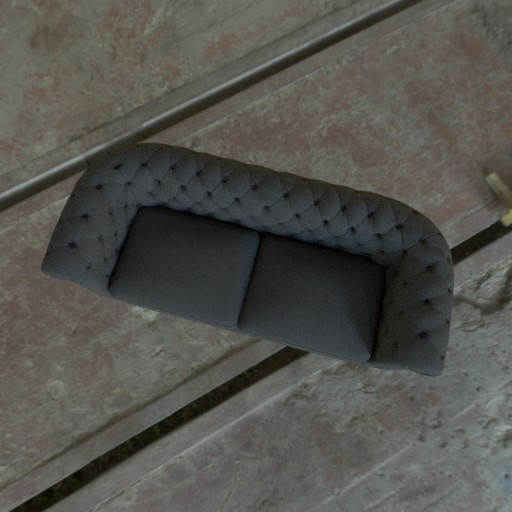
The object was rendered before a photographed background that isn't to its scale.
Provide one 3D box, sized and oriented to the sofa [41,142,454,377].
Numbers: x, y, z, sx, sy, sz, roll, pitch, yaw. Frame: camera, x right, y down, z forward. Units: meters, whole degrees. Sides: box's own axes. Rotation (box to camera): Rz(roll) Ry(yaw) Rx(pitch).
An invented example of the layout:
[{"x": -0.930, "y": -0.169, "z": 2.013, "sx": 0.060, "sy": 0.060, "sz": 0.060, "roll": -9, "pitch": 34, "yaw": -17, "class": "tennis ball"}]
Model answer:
[{"x": 0.000, "y": 0.000, "z": 2.868, "sx": 2.362, "sy": 0.762, "sz": 0.991, "roll": 14, "pitch": 76, "yaw": 4, "class": "sofa"}]
